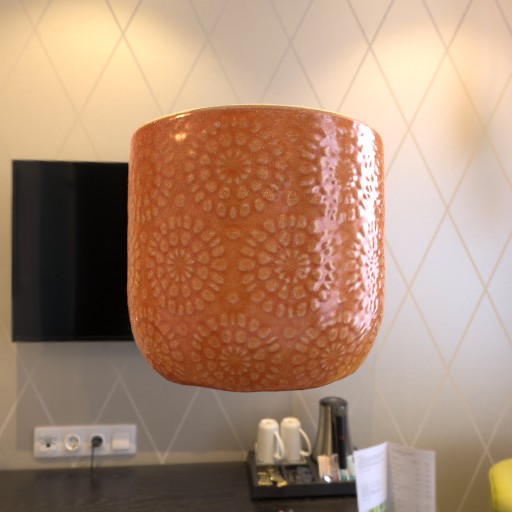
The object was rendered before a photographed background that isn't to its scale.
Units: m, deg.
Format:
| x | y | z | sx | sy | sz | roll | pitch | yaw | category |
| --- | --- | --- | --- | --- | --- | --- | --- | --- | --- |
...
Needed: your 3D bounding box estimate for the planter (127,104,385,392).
| x | y | z | sx | sy | sz | roll | pitch | yaw | category |
| --- | --- | --- | --- | --- | --- | --- | --- | --- | --- |
| 0.000 | 0.000 | 0.295 | 0.170 | 0.152 | 0.170 | 0 | -1 | 0 | planter |
